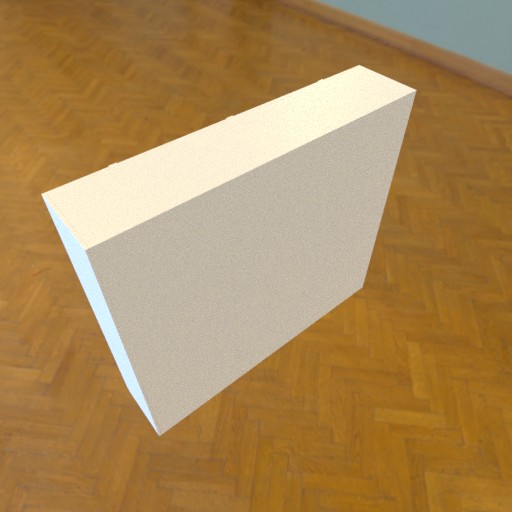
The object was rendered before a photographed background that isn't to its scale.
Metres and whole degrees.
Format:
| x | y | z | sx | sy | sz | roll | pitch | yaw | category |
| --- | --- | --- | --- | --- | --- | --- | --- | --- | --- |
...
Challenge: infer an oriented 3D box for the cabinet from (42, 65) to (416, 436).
| x | y | z | sx | sy | sz | roll | pitch | yaw | category |
| --- | --- | --- | --- | --- | --- | --- | --- | --- | --- |
| 0.000 | 0.000 | 3.825 | 2.700 | 2.370 | 0.590 | -31 | 54 | -26 | cabinet |
